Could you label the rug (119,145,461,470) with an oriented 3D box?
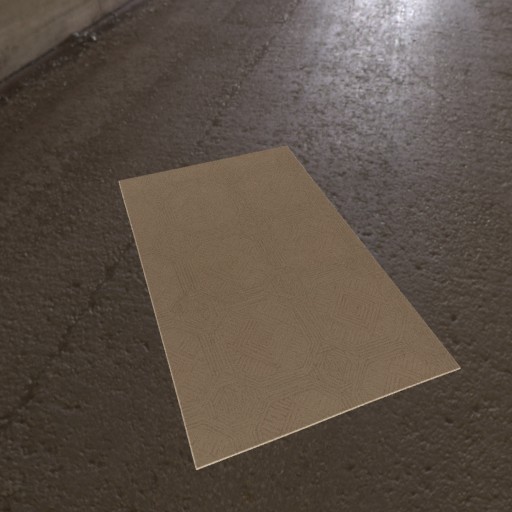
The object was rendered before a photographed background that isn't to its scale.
[{"bbox_3d":[0.000,0.000,3.079,1.524,0.008,2.440,-15,48,-14],"label":"rug"}]
